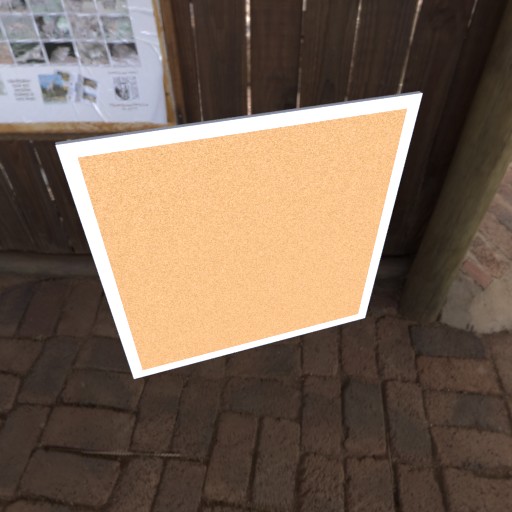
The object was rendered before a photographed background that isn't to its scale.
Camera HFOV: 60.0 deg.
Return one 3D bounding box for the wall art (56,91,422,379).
[{"bbox_3d":[0.000,0.000,0.839,0.558,0.559,0.009,-12,44,-13],"label":"wall art"}]
